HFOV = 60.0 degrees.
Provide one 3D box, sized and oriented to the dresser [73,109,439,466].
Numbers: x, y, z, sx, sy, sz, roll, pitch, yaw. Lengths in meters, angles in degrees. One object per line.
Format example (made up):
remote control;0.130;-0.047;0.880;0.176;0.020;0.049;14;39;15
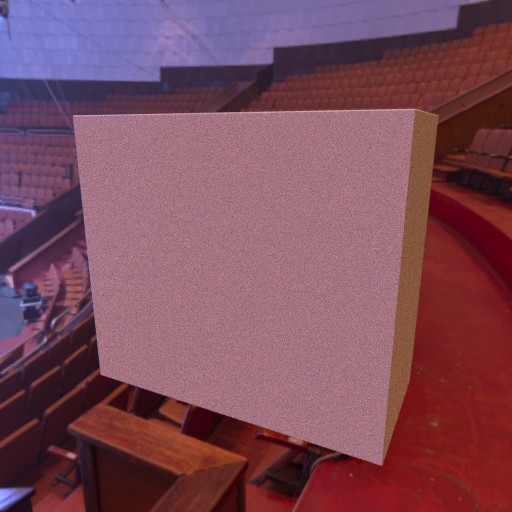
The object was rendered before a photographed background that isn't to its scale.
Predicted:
dresser;0.000;0.000;1.226;0.830;0.740;0.420;8;18;26
